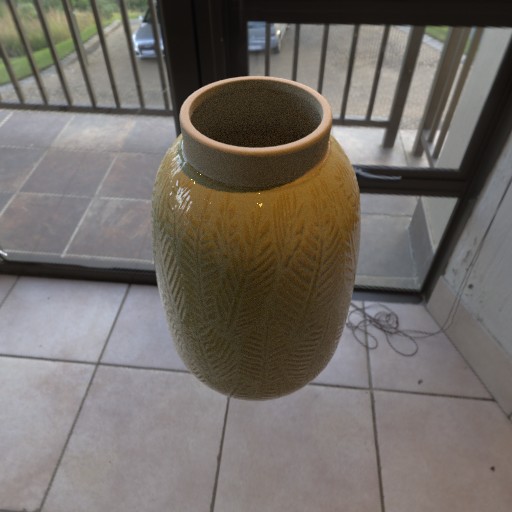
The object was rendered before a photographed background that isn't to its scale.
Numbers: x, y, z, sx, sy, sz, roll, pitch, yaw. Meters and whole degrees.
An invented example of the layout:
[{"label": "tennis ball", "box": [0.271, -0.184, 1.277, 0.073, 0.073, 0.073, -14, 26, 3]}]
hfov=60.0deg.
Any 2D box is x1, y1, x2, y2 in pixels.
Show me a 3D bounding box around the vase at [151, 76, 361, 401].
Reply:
[{"label": "vase", "box": [0.000, 0.000, 0.378, 0.172, 0.270, 0.172, 0, 47, 0]}]
